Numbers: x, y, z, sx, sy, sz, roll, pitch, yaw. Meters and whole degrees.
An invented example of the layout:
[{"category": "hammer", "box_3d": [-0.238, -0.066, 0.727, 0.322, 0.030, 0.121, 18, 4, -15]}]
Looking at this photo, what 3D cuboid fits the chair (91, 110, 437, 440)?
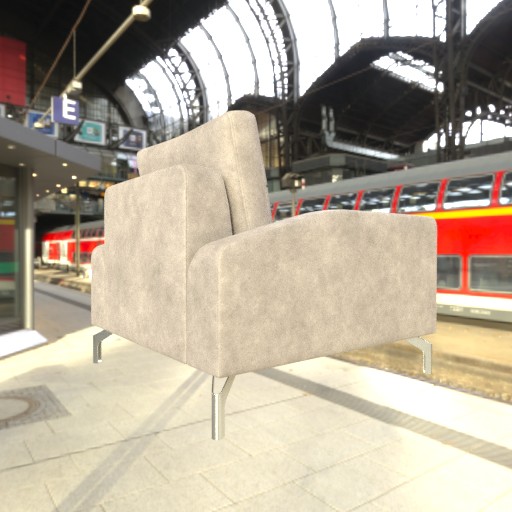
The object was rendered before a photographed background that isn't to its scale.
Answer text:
[{"category": "chair", "box_3d": [0.000, 0.000, 1.586, 0.900, 0.800, 0.900, -1, 1, -37]}]
